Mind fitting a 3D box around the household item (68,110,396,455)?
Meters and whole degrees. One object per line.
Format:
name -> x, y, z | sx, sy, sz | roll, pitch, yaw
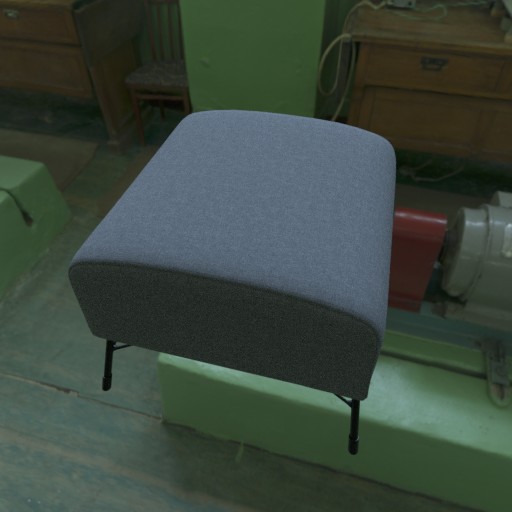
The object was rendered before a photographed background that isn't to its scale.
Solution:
household item -> 0.000, 0.000, 0.914 | 0.530, 0.410, 0.530 | 10, 45, 10
